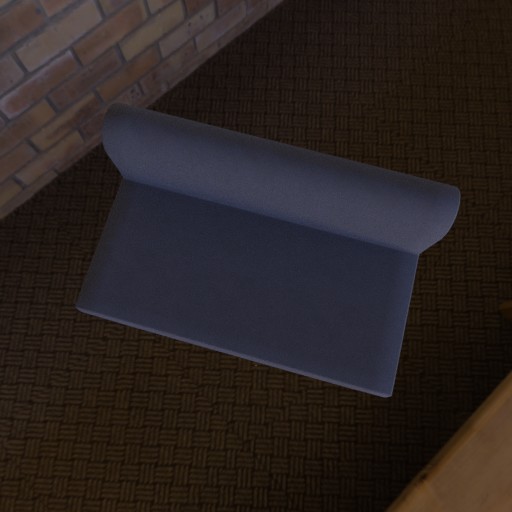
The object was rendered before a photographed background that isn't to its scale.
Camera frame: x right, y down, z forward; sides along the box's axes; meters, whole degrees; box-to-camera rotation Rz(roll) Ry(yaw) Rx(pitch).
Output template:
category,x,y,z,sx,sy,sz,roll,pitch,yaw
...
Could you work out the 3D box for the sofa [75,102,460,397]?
category,x,y,z,sx,sy,sz,roll,pitch,yaw
sofa,0.000,0.000,1.712,1.219,0.660,0.762,15,77,4
